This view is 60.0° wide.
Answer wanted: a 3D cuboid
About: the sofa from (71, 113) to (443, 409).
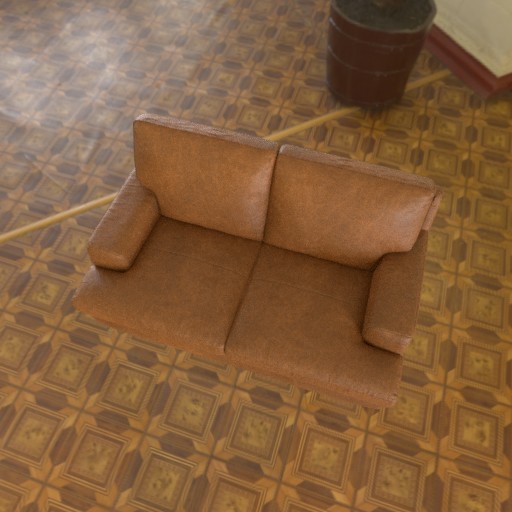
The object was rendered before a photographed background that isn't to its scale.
[{"bbox_3d":[0.000,0.000,2.533,1.880,0.966,1.144,15,61,9],"label":"sofa"}]
